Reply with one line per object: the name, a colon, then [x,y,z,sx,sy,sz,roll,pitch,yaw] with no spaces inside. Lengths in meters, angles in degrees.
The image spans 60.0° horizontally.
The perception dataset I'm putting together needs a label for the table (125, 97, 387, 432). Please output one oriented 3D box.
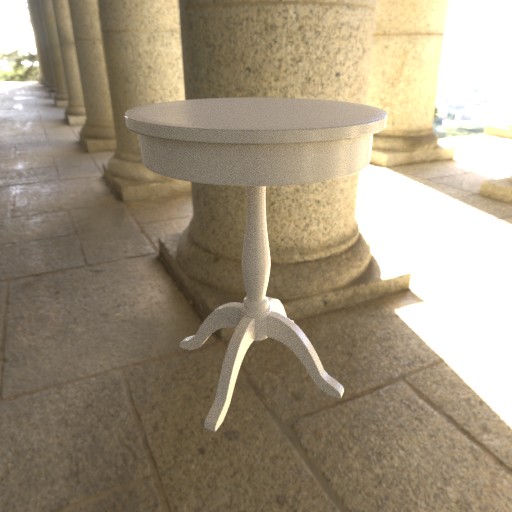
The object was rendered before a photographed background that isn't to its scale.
table: [0.000,0.000,1.031,0.513,0.653,0.513,0,25,0]
